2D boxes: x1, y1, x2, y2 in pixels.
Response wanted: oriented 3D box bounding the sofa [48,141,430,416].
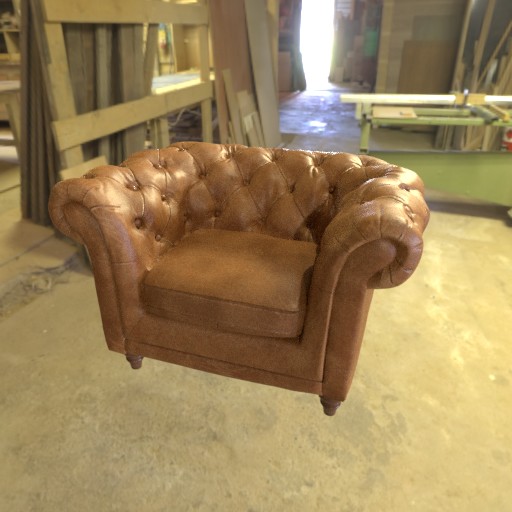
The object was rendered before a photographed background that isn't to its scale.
[{"bbox_3d":[0.000,0.000,2.045,1.405,0.878,1.033,8,27,16],"label":"sofa"}]
